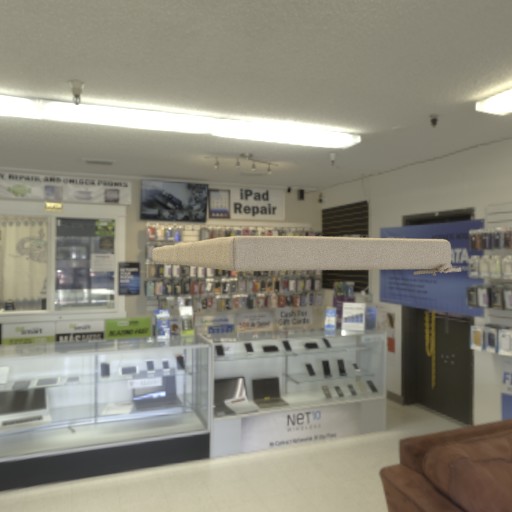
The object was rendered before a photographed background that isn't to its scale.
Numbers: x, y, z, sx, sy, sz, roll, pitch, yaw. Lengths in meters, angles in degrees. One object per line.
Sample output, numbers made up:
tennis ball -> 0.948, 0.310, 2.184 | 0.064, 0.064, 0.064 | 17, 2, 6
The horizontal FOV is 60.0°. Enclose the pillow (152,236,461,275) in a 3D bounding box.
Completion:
pillow -> 0.000, 0.000, 1.336 | 0.492, 0.081, 1.187 | 0, 0, -19
